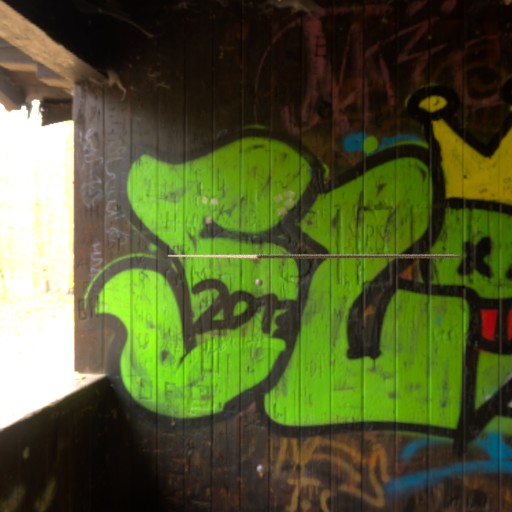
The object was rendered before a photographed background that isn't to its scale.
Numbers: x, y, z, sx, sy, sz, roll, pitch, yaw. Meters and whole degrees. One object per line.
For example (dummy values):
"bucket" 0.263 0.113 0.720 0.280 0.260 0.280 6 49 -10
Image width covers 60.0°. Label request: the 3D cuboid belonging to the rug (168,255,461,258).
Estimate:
"rug" 0.000 0.000 2.624 0.769 0.012 2.448 0 0 -17
